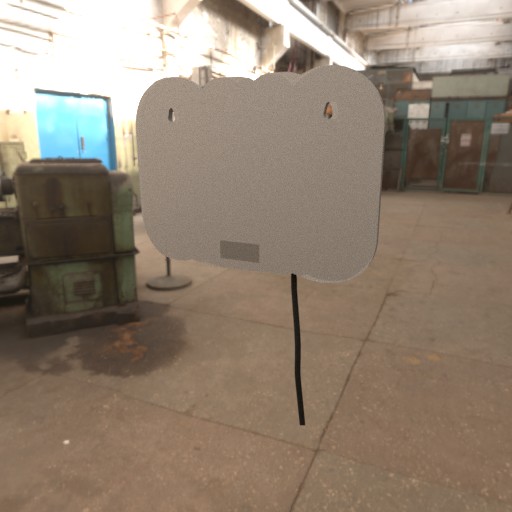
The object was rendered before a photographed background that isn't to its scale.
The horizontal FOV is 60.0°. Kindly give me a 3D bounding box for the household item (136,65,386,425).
[{"bbox_3d":[0.000,0.000,0.385,0.211,0.294,0.042,7,16,25],"label":"household item"}]
